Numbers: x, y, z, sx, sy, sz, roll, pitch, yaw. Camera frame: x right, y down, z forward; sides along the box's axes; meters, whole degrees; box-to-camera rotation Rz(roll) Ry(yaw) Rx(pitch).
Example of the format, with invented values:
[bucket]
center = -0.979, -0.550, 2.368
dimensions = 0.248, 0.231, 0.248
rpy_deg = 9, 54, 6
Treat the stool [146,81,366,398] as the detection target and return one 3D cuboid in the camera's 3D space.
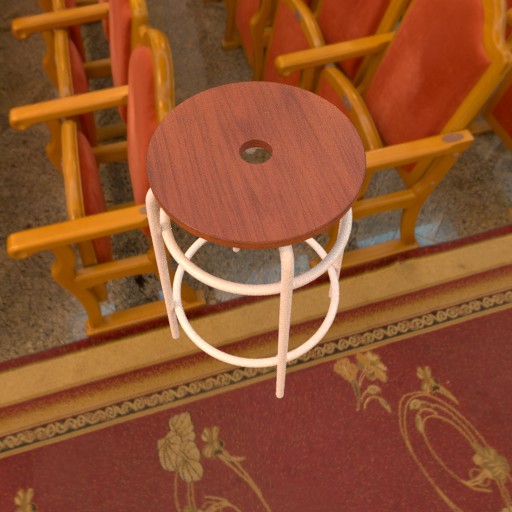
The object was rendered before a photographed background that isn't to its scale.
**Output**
[stool]
center = 0.000, 0.000, 0.936
dimensions = 0.455, 0.610, 0.455
rpy_deg = -13, 59, -8
